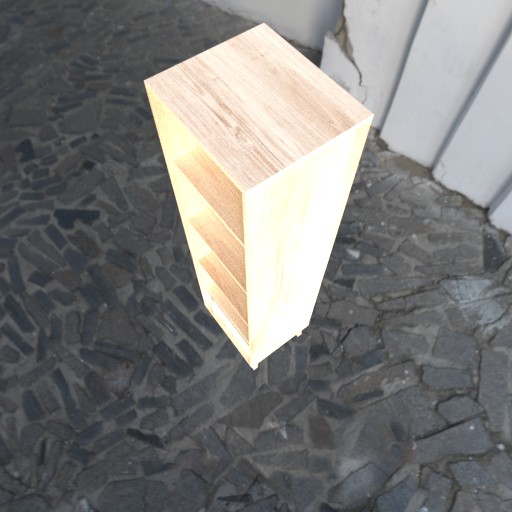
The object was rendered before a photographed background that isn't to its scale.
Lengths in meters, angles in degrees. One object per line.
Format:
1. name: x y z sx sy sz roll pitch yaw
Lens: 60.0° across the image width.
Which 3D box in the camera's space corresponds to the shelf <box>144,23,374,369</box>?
1. shelf: 0.000 0.000 2.148 0.450 1.960 0.510 -34 67 -16
